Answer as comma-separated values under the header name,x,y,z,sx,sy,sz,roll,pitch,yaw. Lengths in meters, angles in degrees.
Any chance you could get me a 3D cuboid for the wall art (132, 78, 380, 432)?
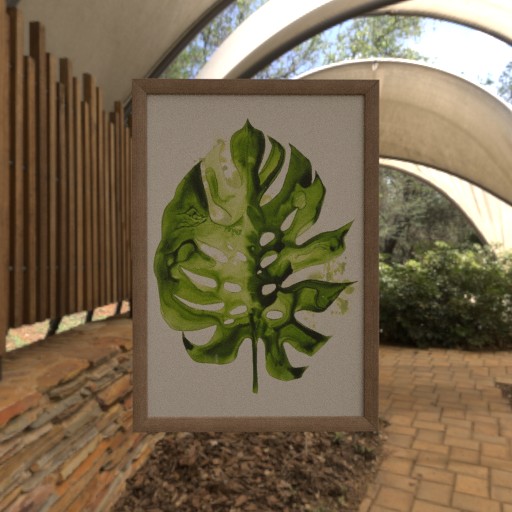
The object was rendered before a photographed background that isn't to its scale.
name,x,y,z,sx,sy,sz,roll,pitch,yaw
wall art,0.000,0.000,0.654,0.356,0.509,0.031,0,0,-1
